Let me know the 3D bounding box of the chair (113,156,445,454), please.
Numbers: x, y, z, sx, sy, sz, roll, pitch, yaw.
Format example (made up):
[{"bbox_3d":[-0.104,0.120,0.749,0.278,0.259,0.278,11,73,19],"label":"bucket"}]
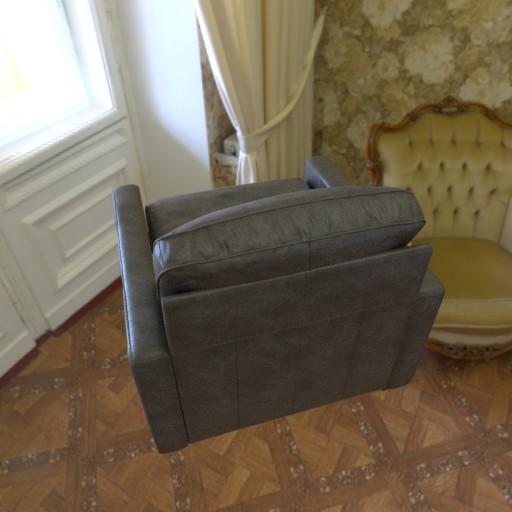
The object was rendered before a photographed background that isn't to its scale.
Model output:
[{"bbox_3d":[0.000,0.000,1.698,1.006,0.916,0.939,-11,41,-13],"label":"chair"}]
